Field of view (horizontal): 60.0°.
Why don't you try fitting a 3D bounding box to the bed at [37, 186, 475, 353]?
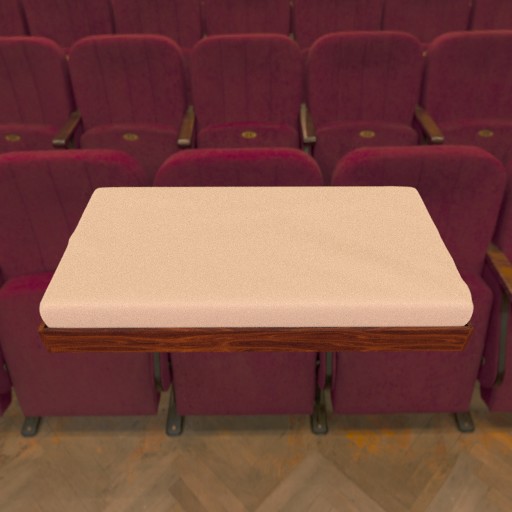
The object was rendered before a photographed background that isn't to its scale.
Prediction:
[{"bbox_3d":[0.000,0.000,2.231,1.860,0.312,0.940,0,42,0],"label":"bed"}]
